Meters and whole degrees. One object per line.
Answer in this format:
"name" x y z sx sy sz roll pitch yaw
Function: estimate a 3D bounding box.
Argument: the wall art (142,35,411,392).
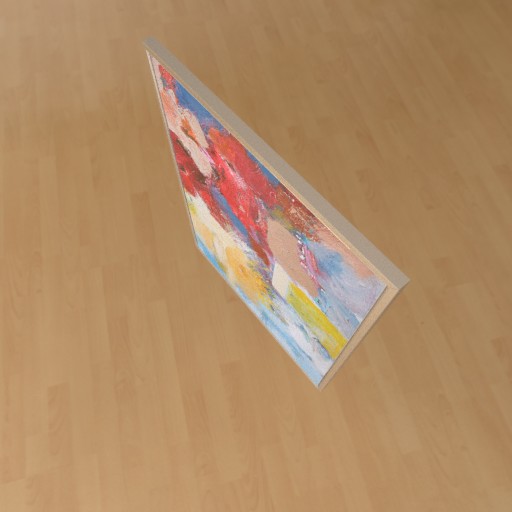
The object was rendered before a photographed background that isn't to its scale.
"wall art" 0.000 0.000 1.376 0.030 1.046 0.816 -36 69 -16
